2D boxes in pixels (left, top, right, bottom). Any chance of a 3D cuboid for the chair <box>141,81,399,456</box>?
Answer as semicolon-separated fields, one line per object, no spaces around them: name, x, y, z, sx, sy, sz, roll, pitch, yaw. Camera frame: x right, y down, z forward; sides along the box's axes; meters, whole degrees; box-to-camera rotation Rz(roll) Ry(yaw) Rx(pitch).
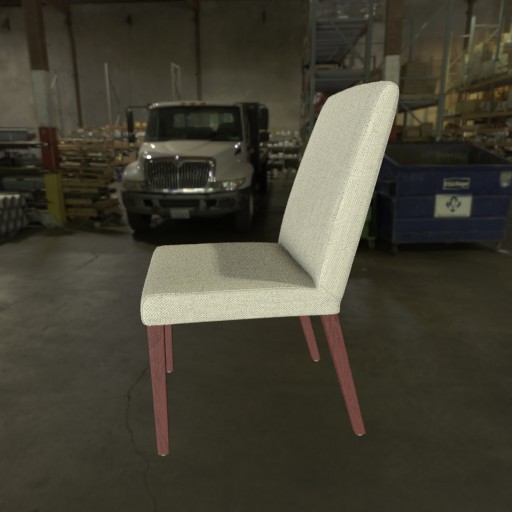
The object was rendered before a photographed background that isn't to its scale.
chair;0.000;0.000;1.238;0.594;0.900;0.480;-2;15;-8
